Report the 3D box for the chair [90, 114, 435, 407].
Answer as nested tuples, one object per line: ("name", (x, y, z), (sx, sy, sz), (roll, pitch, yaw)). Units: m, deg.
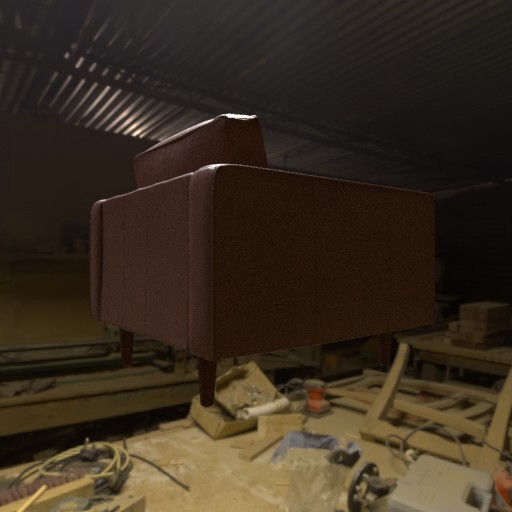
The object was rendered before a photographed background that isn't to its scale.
("chair", (0.000, 0.000, 1.565), (0.900, 0.770, 0.920), (0, -1, -37))
